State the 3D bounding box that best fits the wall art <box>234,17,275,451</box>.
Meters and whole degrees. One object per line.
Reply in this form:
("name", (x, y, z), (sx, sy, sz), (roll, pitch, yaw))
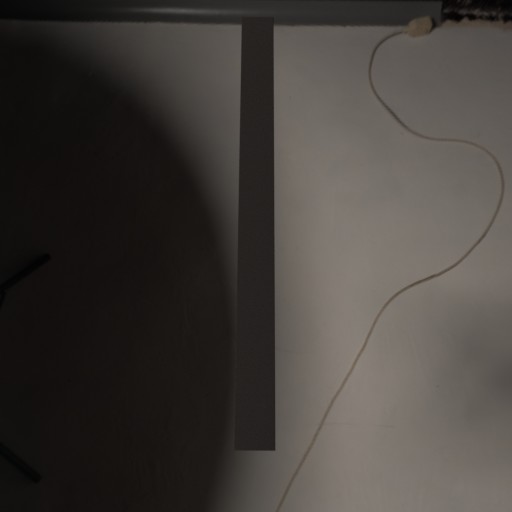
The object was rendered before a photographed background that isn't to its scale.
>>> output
("wall art", (0.000, 0.000, 0.530), (0.031, 0.330, 0.381), (0, 75, 0))
